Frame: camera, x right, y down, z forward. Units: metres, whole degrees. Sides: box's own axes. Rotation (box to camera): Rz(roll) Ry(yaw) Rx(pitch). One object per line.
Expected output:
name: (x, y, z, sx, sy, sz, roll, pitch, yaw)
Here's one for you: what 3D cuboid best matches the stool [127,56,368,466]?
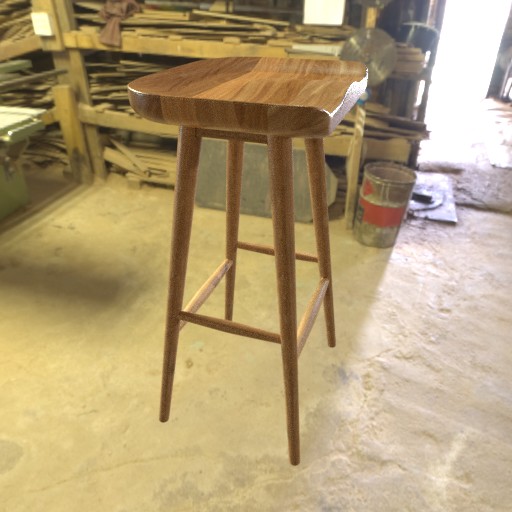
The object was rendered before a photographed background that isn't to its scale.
stool: (0.000, 0.000, 0.907, 0.322, 0.698, 0.407, 11, 33, 17)
